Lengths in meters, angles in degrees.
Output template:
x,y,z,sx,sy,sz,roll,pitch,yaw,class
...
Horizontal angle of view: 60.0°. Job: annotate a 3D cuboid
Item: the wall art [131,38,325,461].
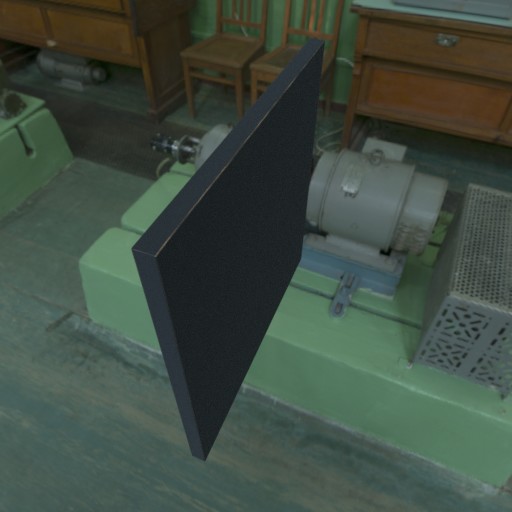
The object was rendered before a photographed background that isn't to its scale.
x,y,z,sx,sy,sz,roll,pitch,yaw,class
0.000,0.000,1.094,0.038,0.762,0.762,17,49,15,wall art
